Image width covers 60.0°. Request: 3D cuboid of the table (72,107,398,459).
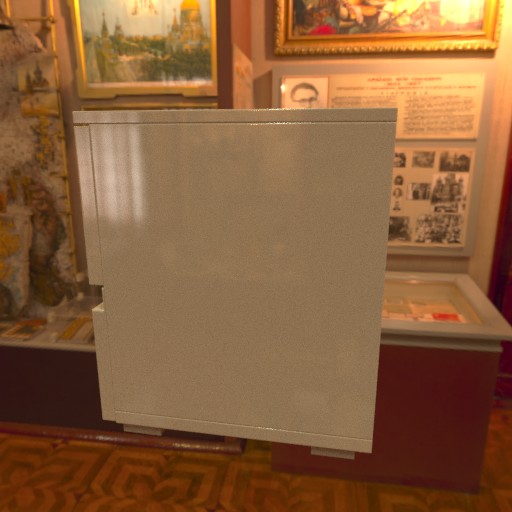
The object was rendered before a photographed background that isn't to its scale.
[{"bbox_3d":[0.000,0.000,0.789,0.400,0.470,0.420,3,15,10],"label":"table"}]
